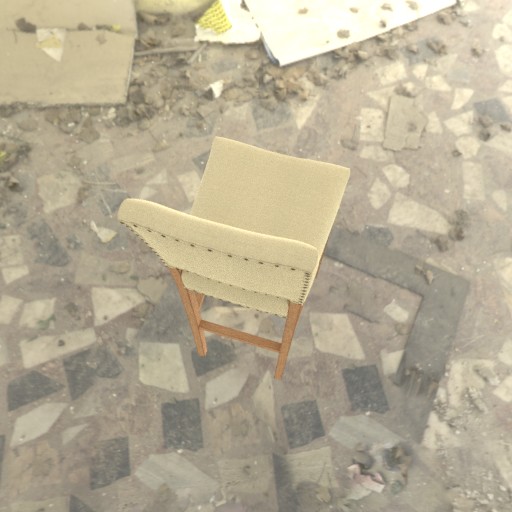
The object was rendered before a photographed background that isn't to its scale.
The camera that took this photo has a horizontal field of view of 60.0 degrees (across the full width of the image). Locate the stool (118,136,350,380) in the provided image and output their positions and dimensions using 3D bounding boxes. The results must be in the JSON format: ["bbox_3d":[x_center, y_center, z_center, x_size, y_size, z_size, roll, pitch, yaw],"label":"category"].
[{"bbox_3d":[0.000,0.000,1.392,0.428,1.143,0.546,15,65,7],"label":"stool"}]
